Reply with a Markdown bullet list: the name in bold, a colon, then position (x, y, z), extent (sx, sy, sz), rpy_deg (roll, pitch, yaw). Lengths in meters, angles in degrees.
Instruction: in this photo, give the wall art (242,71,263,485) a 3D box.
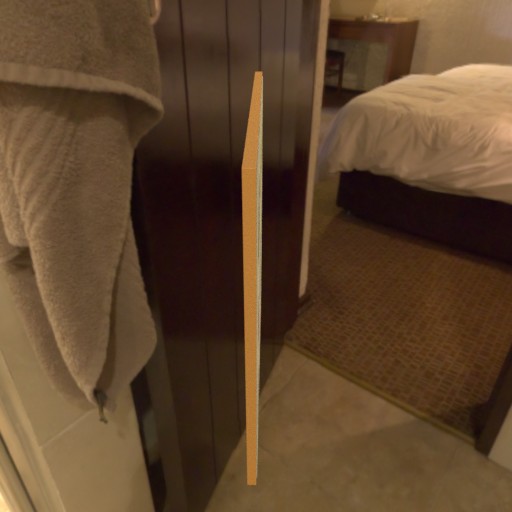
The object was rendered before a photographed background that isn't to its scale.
- **wall art**: position (0.000, 0.000, 0.681), extent (0.013, 0.455, 0.457), rpy_deg (1, 32, 1)
